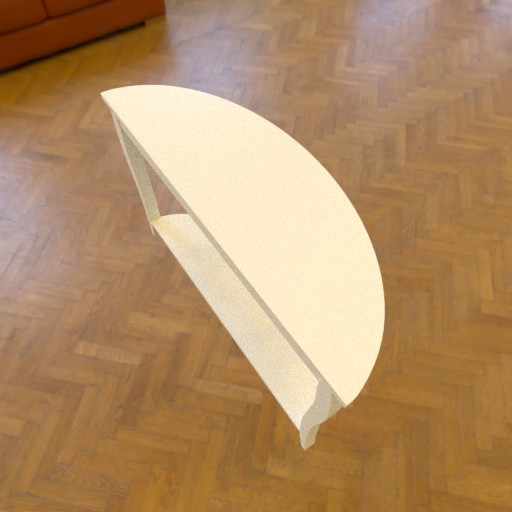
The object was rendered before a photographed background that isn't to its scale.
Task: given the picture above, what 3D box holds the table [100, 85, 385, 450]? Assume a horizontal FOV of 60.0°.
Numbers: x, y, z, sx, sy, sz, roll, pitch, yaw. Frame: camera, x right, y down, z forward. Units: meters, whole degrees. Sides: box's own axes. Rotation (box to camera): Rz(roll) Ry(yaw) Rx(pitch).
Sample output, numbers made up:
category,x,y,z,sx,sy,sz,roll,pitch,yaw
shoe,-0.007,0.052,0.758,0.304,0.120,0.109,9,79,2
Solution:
category,x,y,z,sx,sy,sz,roll,pitch,yaw
table,0.000,0.000,1.580,0.394,0.780,1.219,-31,63,-18
